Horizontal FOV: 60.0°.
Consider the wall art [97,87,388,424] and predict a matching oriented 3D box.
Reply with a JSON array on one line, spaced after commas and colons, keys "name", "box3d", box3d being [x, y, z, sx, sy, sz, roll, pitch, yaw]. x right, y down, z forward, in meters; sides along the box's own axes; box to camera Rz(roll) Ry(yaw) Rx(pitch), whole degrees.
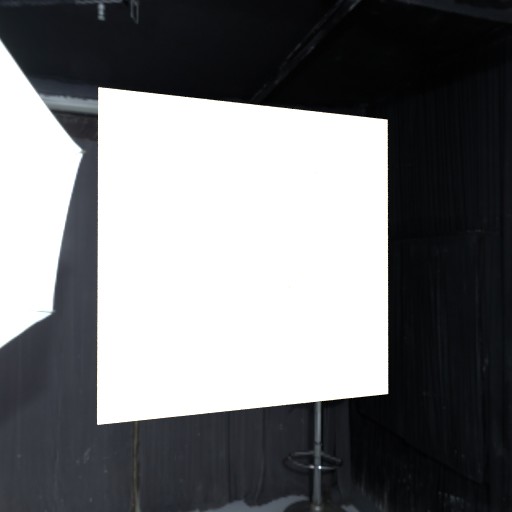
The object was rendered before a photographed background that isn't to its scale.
[{"name": "wall art", "box3d": [0.000, 0.000, 1.153, 0.773, 0.775, 0.031, 0, -1, -18]}]
